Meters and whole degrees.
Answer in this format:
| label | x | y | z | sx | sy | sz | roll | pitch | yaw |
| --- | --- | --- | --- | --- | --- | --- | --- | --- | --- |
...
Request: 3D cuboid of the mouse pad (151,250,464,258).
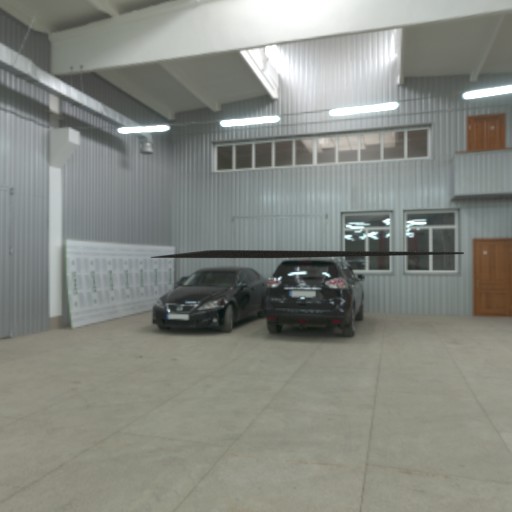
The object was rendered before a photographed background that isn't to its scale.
| label | x | y | z | sx | sy | sz | roll | pitch | yaw |
| --- | --- | --- | --- | --- | --- | --- | --- | --- | --- |
| mouse pad | 0.000 | 0.000 | 1.066 | 0.424 | 0.003 | 0.907 | 0 | -1 | -18 |
